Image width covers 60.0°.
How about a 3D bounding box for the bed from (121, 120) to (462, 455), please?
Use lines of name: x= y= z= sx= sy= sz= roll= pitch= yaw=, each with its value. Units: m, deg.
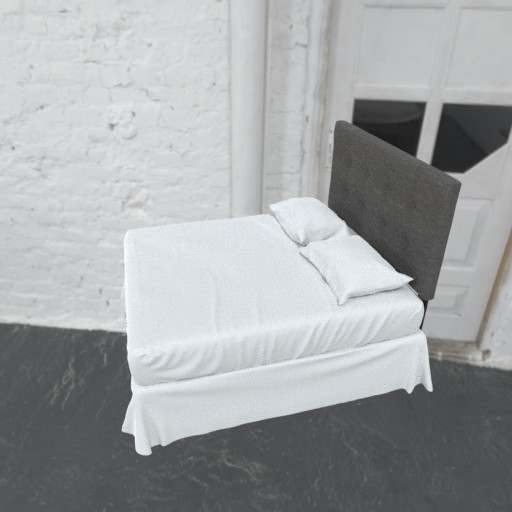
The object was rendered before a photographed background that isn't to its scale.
bed: x=0.000 y=0.000 z=3.394 sx=2.222 sy=1.577 sz=1.936 roll=-8 pitch=31 yaw=-13
